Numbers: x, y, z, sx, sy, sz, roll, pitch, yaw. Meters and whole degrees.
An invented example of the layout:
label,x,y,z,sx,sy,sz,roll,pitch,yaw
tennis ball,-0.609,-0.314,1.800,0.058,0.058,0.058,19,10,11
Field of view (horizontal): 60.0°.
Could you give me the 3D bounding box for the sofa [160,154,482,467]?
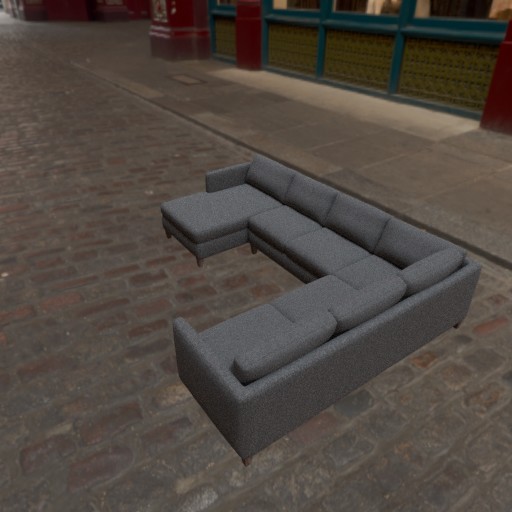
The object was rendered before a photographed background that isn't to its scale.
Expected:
label,x,y,z,sx,sy,sz,roll,pitch,yaw
sofa,0.000,0.000,4.414,2.551,0.853,3.238,-21,38,-29
